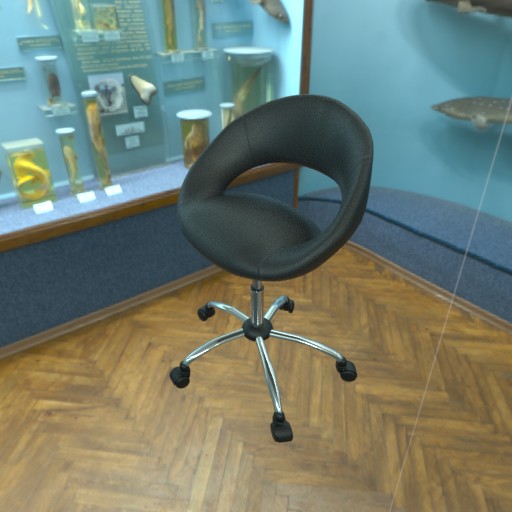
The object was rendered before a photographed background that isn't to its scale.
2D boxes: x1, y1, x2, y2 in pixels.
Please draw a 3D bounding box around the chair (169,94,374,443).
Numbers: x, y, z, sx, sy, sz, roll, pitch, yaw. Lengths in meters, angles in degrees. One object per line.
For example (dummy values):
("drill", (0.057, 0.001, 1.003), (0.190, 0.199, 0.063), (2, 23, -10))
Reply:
("chair", (0.000, 0.000, 1.222), (0.538, 0.791, 0.612), (-21, 38, -30))
